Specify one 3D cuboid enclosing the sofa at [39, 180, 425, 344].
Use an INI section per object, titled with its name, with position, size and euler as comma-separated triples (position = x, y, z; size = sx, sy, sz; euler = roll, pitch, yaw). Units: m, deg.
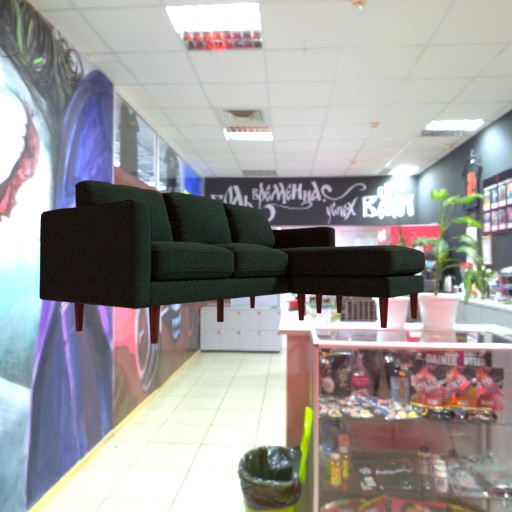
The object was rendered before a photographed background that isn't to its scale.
[sofa]
position = 0.000, 0.000, 2.867
size = 1.580, 0.899, 2.030
euler = -1, -1, 37
